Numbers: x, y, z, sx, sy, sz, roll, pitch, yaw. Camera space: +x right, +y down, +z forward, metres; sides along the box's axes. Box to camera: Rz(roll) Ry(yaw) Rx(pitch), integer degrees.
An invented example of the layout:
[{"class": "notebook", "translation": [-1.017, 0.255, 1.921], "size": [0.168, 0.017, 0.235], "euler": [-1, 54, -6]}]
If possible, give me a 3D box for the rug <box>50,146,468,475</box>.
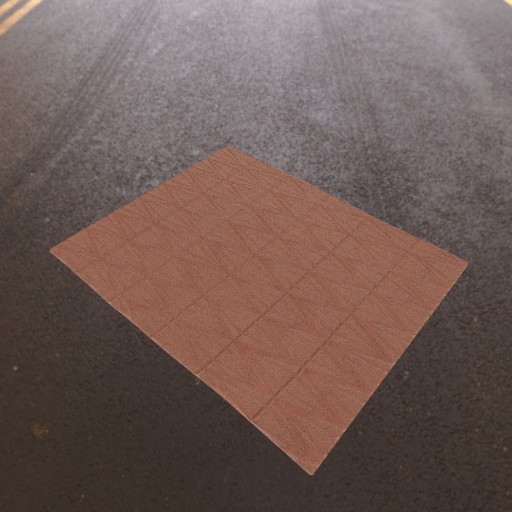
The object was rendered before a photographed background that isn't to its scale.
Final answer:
[{"class": "rug", "translation": [0.000, 0.000, 4.101], "size": [3.052, 0.043, 2.453], "euler": [32, 53, 28]}]
